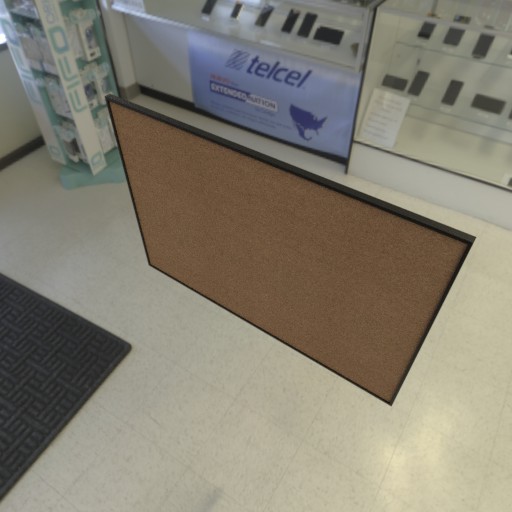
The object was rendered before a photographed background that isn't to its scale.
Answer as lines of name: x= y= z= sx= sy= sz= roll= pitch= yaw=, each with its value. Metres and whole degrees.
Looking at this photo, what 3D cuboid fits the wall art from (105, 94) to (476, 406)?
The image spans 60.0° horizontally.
wall art: x=0.000 y=0.000 z=1.223 sx=0.957 sy=0.660 sz=0.019 roll=27 pitch=52 yaw=23
